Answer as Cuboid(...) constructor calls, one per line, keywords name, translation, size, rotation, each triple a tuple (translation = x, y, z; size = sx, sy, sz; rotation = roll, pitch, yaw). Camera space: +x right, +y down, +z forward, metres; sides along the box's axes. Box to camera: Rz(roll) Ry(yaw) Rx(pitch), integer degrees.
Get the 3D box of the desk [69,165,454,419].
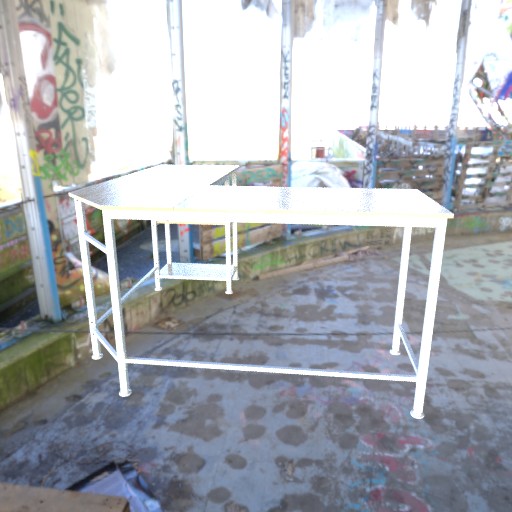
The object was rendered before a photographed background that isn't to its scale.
Cuboid(name="desk", translation=(0.000, 0.000, 2.189), size=(1.379, 0.739, 1.379), rotation=(2, 17, 7))
